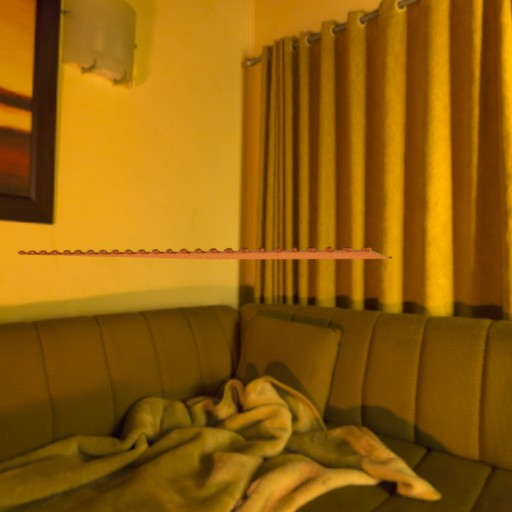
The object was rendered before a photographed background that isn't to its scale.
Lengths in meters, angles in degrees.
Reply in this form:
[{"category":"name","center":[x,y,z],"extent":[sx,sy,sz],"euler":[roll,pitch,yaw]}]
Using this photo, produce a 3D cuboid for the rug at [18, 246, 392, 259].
[{"category":"rug","center":[0.000,0.000,4.348],"extent":[2.451,0.035,3.369],"euler":[0,-1,19]}]
